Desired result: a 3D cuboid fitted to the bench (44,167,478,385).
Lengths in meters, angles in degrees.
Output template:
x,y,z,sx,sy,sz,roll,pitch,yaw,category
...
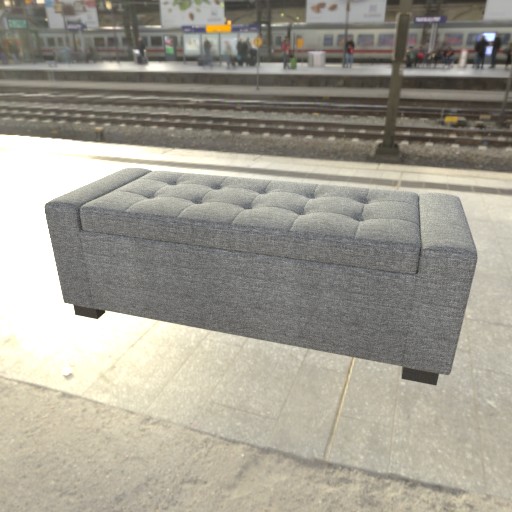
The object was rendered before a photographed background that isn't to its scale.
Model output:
x,y,z,sx,sy,sz,roll,pitch,yaw,category
0.000,0.000,1.552,1.296,0.445,0.508,8,26,16,bench
